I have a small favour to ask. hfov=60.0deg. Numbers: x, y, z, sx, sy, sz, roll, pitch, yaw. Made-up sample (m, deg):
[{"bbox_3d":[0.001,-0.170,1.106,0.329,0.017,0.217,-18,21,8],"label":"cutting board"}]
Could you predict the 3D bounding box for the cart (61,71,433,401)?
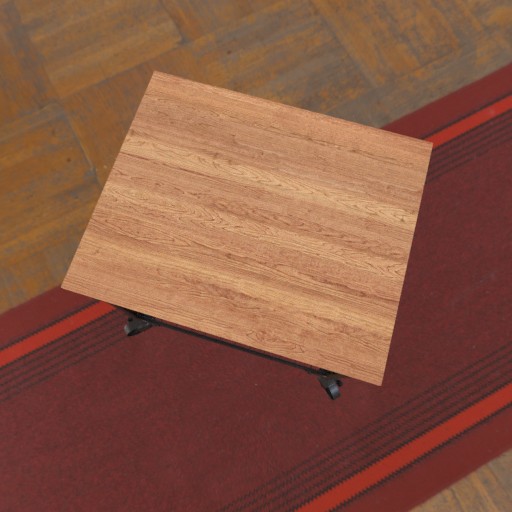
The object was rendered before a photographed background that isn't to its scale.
[{"bbox_3d":[0.000,0.000,1.126,0.666,0.603,0.558,16,75,5],"label":"cart"}]
